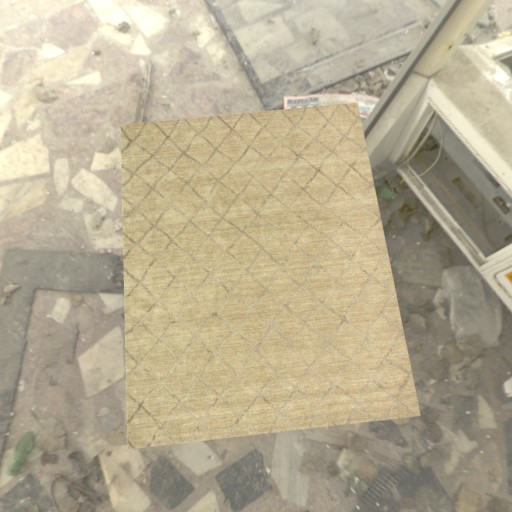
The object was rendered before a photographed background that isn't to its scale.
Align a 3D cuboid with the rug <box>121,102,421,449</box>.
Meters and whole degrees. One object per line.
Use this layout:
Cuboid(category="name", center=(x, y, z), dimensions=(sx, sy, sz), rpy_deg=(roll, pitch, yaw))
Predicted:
Cuboid(category="rug", center=(0.000, 0.000, 4.070), dimensions=(2.420, 0.019, 3.038), rpy_deg=(-6, 73, -2))
